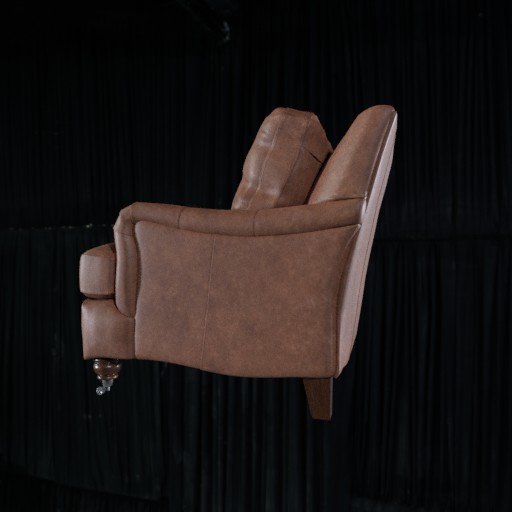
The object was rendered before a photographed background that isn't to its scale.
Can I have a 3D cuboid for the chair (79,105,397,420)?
[{"bbox_3d":[0.000,0.000,1.940,1.158,1.055,0.986,0,0,16],"label":"chair"}]
